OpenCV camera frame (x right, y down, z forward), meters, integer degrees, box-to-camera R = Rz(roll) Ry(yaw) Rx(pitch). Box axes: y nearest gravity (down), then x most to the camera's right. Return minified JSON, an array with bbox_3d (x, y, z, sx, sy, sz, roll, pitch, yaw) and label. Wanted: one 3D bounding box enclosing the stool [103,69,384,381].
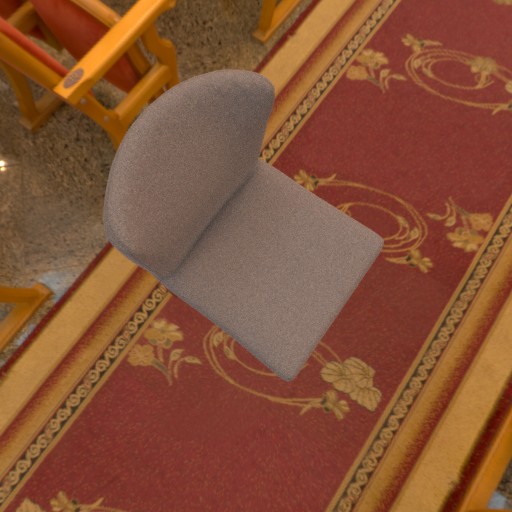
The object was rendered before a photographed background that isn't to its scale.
[{"bbox_3d":[0.000,0.000,1.296,0.568,0.968,0.481,35,78,9],"label":"stool"}]
